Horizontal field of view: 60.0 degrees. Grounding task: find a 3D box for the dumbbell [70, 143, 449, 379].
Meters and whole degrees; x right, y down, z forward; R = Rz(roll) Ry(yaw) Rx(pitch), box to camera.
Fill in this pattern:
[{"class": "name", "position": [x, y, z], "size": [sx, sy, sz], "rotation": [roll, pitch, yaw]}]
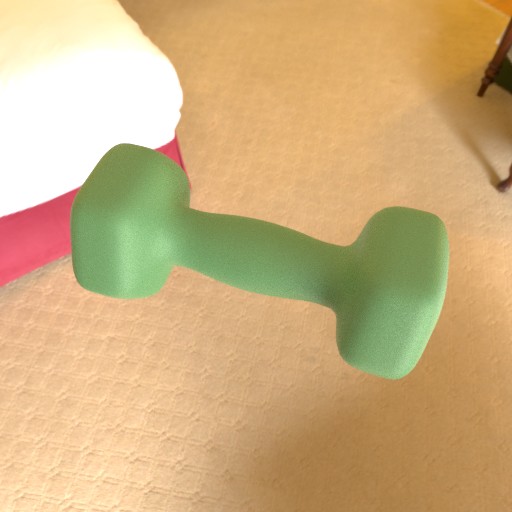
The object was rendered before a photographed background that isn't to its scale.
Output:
[{"class": "dumbbell", "position": [0.000, 0.000, 0.328], "size": [0.257, 0.114, 0.126], "rotation": [15, 59, 9]}]
